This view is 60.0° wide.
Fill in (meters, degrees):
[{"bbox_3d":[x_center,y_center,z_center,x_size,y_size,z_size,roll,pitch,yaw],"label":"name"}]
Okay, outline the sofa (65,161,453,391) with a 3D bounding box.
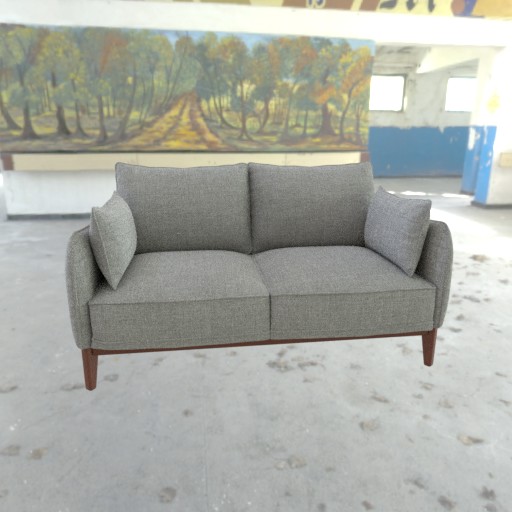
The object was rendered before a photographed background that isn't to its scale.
[{"bbox_3d":[0.000,0.000,2.148,1.580,0.851,0.972,-2,16,-7],"label":"sofa"}]
